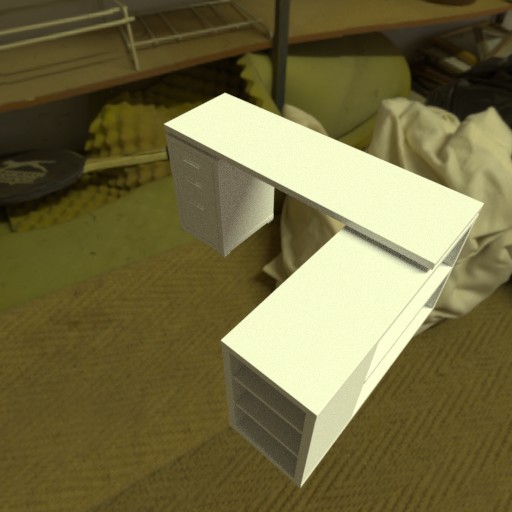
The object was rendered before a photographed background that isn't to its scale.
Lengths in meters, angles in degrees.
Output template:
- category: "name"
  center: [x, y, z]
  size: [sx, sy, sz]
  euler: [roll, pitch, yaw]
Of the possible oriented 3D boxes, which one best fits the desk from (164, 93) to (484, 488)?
- category: "desk"
  center: [0.000, 0.000, 2.188]
  size: [1.524, 0.753, 1.200]
  euler: [32, 54, 27]
